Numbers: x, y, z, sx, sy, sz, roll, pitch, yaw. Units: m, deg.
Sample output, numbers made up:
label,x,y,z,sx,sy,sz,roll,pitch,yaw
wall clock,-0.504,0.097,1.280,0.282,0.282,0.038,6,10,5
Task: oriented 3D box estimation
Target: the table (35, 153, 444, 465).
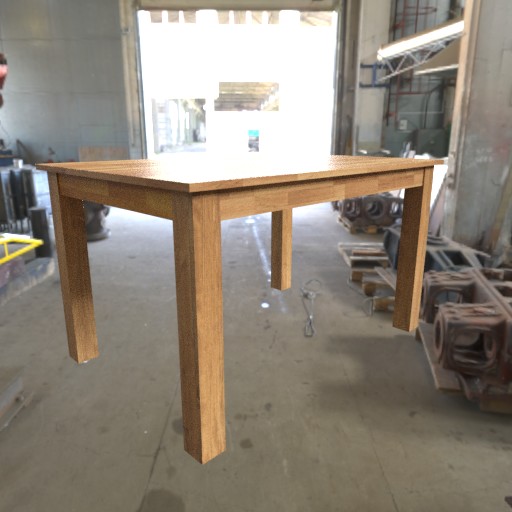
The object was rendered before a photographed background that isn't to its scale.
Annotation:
label,x,y,z,sx,sy,sz,roll,pitch,yaw
table,0.000,0.000,1.798,1.300,0.750,0.900,-15,21,-43
